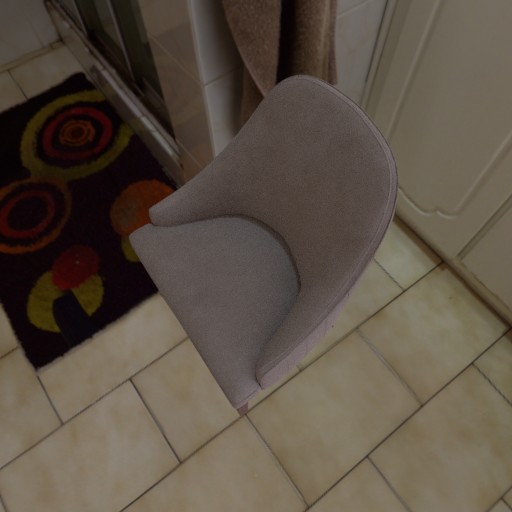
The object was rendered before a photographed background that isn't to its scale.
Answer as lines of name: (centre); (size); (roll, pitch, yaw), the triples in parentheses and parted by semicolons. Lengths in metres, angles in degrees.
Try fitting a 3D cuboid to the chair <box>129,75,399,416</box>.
chair: (0.000, 0.000, 1.318); (0.575, 0.889, 0.643); (-31, 68, -14)
